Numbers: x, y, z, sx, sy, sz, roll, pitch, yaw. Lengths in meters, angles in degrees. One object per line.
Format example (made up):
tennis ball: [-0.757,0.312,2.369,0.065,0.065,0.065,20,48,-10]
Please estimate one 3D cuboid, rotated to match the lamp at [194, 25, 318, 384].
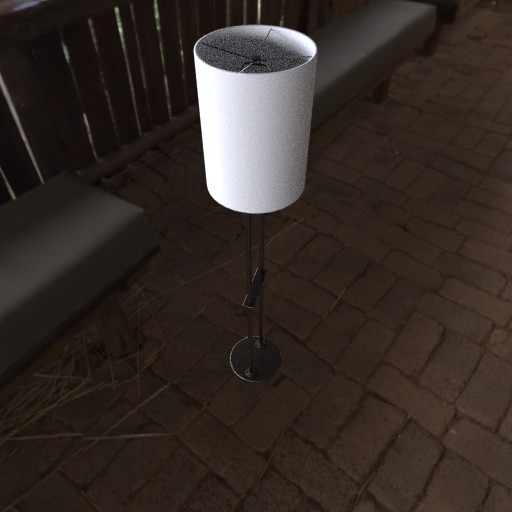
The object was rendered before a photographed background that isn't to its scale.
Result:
lamp: [0.000,0.000,1.640,0.305,1.500,0.306,12,48,11]
